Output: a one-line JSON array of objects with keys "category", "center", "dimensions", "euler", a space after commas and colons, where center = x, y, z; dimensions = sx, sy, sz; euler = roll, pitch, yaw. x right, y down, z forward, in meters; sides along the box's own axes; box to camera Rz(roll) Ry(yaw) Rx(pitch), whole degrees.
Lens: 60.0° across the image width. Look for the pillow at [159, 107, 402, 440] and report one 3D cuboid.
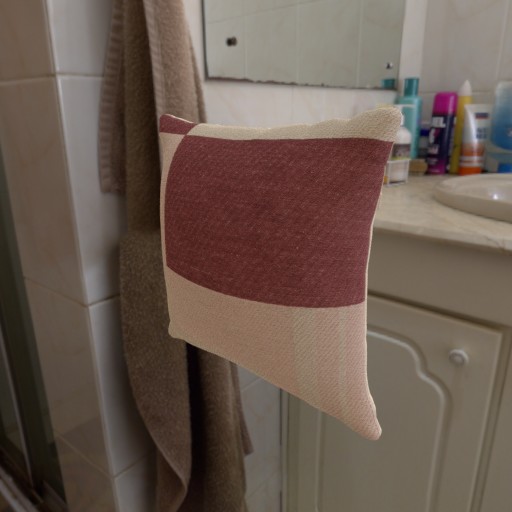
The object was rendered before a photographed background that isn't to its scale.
[{"category": "pillow", "center": [0.000, 0.000, 0.802], "dimensions": [0.536, 0.506, 0.229], "euler": [16, 24, 40]}]
